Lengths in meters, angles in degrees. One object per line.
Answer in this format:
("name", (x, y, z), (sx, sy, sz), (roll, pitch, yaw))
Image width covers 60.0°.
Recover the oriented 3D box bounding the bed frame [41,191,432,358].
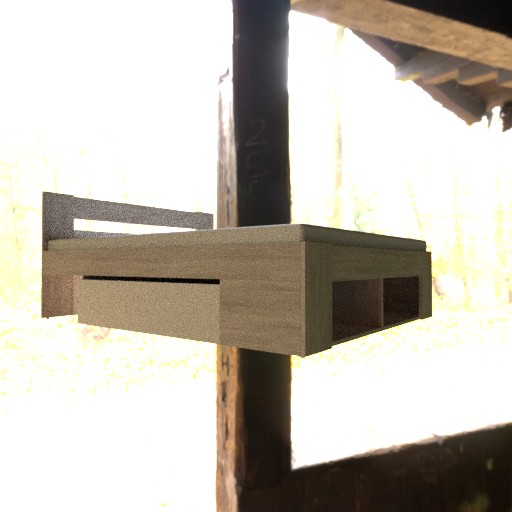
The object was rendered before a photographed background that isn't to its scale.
("bed frame", (0.000, 0.000, 3.147), (2.050, 0.860, 2.040), (-1, -1, 38))
